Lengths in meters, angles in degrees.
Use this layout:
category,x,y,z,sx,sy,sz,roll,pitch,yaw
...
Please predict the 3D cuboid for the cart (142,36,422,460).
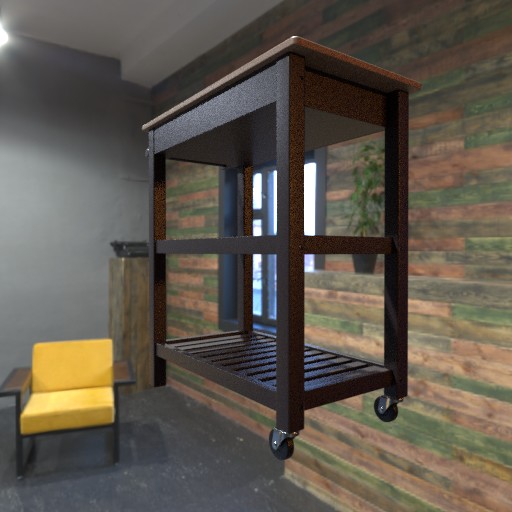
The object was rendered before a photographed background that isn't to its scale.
category,x,y,z,sx,sy,sz,roll,pitch,yaw
cart,0.000,0.000,1.421,0.457,0.927,0.899,0,1,-36
